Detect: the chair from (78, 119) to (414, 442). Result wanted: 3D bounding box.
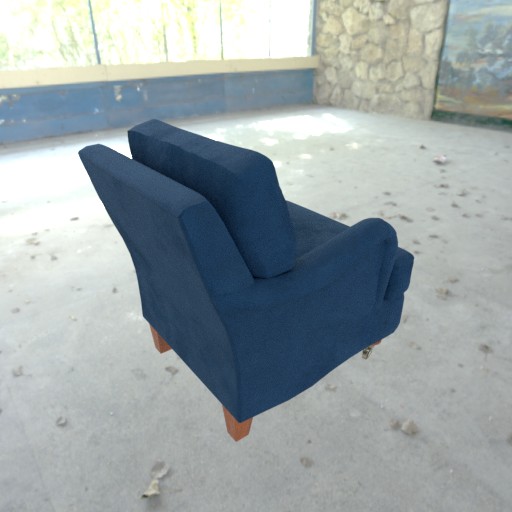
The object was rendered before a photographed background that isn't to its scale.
[{"bbox_3d":[0.000,0.000,1.866,1.078,1.076,0.895,-18,32,-32],"label":"chair"}]
